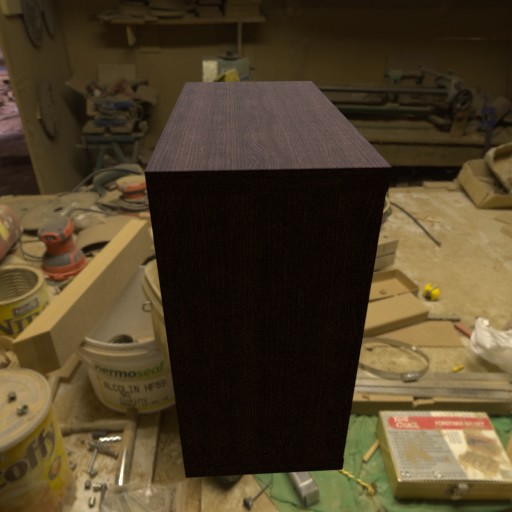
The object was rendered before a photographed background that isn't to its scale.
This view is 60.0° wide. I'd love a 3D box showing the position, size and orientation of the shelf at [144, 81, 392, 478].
[{"bbox_3d":[0.000,0.000,1.235,0.390,0.786,0.790,-2,31,-3],"label":"shelf"}]
